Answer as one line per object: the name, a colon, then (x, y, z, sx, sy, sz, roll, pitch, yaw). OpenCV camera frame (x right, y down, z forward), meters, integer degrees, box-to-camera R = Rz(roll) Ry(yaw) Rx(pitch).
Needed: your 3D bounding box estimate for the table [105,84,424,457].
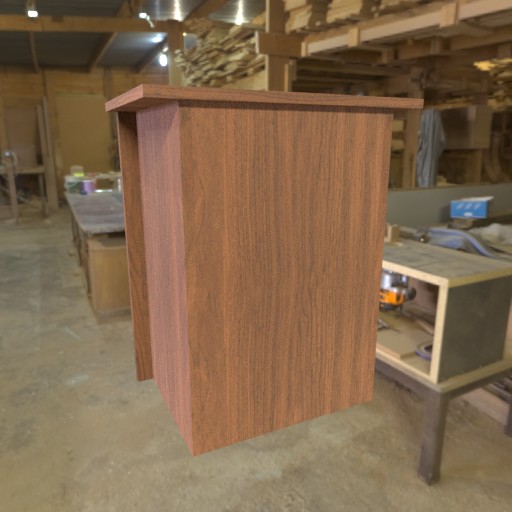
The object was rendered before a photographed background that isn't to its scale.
table: (0.000, 0.000, 1.076, 0.589, 0.711, 0.406, -7, 16, -25)
